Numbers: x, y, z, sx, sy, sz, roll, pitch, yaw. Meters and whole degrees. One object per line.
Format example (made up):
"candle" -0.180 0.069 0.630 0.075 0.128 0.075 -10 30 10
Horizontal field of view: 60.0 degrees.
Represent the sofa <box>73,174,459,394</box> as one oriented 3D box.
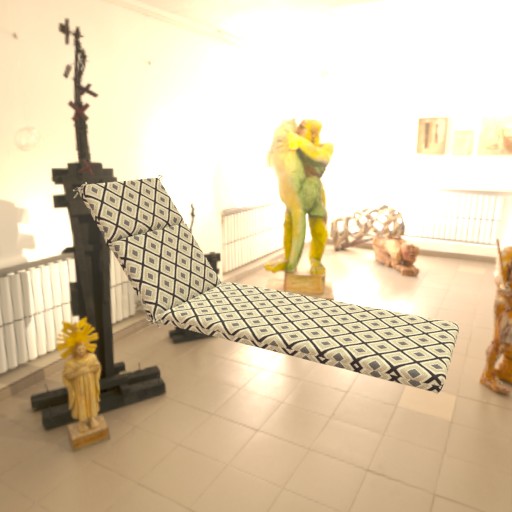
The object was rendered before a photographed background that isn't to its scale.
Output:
"sofa" 0.000 0.000 1.961 1.663 0.622 0.582 8 17 28
